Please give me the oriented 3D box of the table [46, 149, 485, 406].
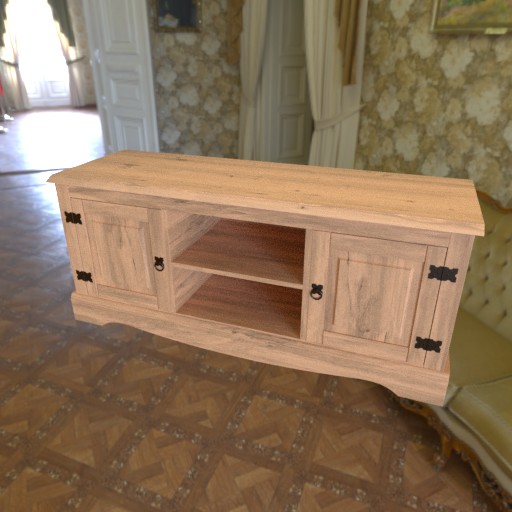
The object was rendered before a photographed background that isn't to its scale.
[{"bbox_3d":[0.000,0.000,1.420,1.200,0.510,0.400,9,27,18],"label":"table"}]
